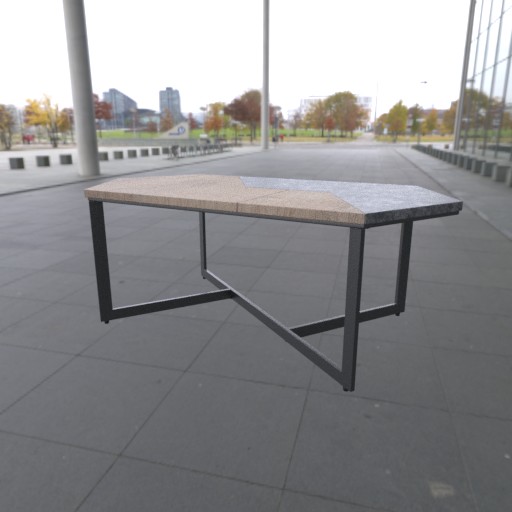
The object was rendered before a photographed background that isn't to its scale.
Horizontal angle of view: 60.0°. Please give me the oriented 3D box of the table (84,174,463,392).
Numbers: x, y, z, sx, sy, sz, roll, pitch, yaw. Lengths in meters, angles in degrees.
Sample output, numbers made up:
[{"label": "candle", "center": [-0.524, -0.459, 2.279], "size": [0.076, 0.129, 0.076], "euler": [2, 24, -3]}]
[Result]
[{"label": "table", "center": [0.000, 0.000, 1.486], "size": [1.219, 0.457, 0.609], "euler": [9, 18, 28]}]
